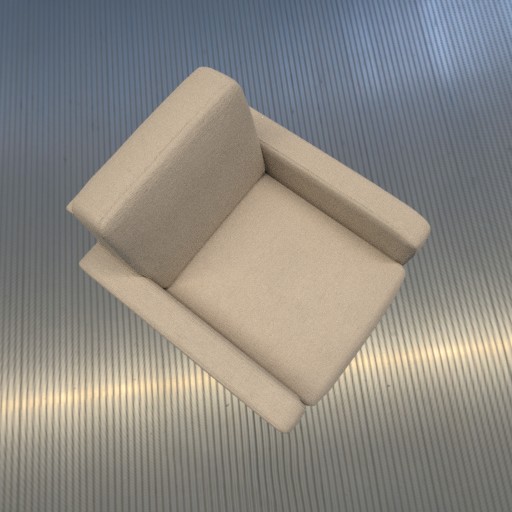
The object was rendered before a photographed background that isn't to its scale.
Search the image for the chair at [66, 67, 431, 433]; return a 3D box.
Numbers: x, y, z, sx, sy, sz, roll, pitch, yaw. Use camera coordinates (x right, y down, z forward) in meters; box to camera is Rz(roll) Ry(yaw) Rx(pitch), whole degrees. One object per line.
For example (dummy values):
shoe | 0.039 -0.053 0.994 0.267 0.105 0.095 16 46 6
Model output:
chair | 0.000 0.000 1.446 0.888 0.827 0.755 37 78 9
